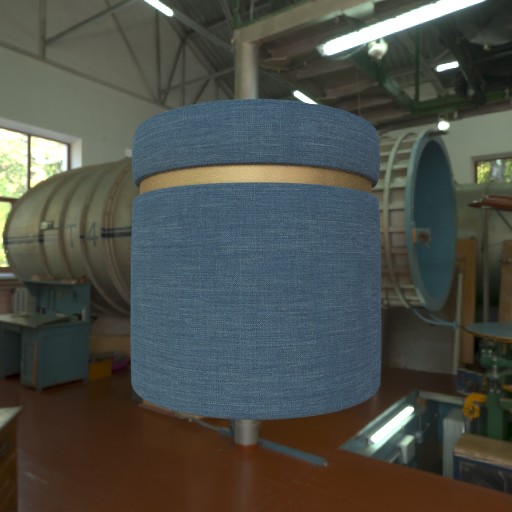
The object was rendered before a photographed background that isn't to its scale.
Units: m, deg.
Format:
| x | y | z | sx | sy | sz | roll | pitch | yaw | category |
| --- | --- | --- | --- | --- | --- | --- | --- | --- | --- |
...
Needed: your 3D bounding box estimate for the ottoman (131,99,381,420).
| x | y | z | sx | sy | sz | roll | pitch | yaw | category |
| --- | --- | --- | --- | --- | --- | --- | --- | --- | --- |
| 0.000 | 0.000 | 0.733 | 0.398 | 0.406 | 0.398 | 0 | -1 | 0 | ottoman |
